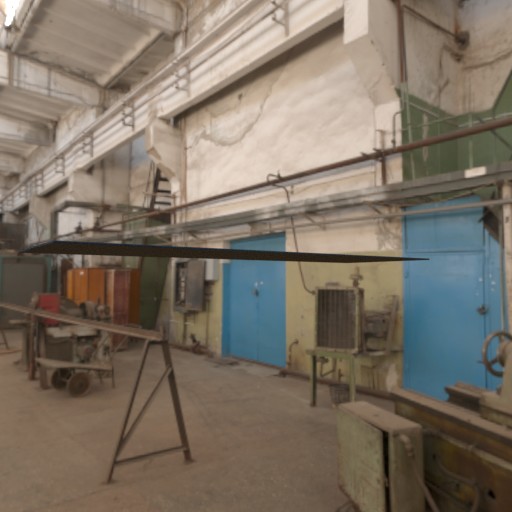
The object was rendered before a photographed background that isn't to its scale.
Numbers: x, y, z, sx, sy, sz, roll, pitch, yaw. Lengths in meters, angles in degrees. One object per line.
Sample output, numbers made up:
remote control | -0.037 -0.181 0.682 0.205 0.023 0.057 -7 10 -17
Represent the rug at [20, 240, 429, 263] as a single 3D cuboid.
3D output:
rug | 0.000 0.000 2.675 2.448 0.012 0.769 2 -4 -36
